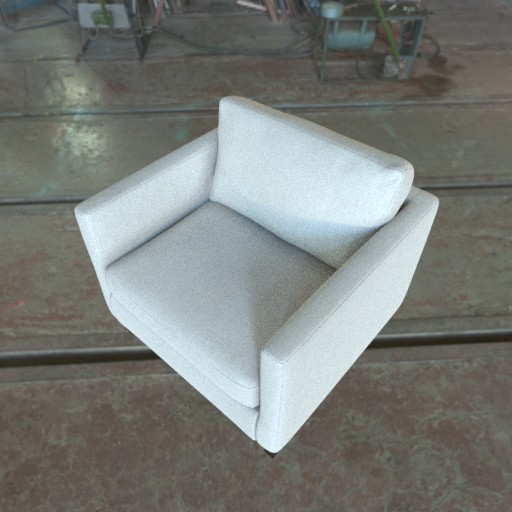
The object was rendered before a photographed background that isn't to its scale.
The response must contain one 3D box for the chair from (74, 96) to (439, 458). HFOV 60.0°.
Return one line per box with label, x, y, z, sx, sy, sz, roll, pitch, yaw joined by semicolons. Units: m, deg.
chair;0.000;0.000;1.765;0.996;0.919;0.959;32;54;28
